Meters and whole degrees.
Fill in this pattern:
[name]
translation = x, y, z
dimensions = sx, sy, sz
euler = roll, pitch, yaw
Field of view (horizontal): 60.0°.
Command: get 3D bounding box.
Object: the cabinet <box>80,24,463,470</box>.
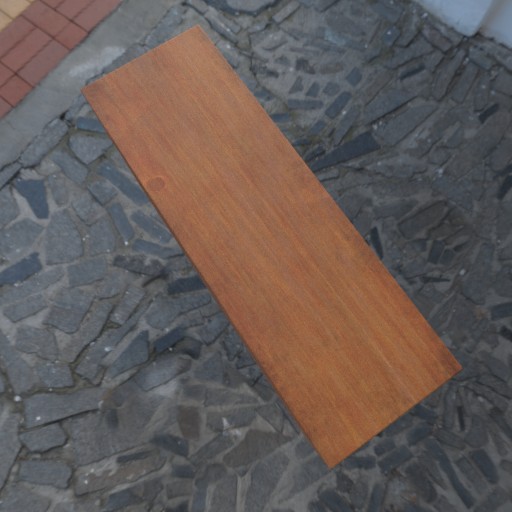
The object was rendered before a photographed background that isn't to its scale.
[cabinet]
translation = 0.000, 0.000, 1.558
dimensions = 0.403, 0.805, 1.204
euler = -33, 78, -8
